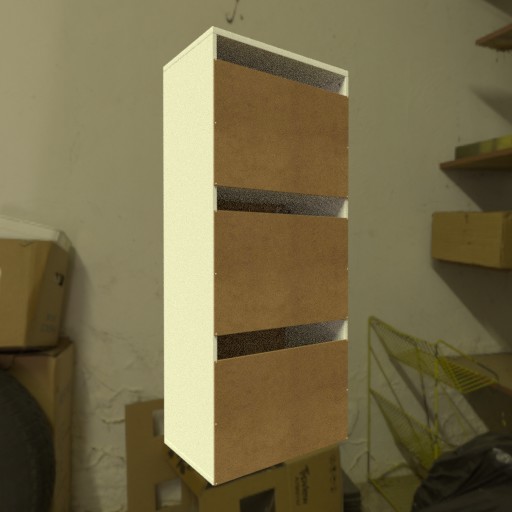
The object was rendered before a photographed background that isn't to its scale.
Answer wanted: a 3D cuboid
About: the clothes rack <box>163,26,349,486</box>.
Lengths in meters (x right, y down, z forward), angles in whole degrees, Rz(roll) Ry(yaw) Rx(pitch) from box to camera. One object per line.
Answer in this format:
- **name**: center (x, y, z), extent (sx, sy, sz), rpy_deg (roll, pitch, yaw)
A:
- **clothes rack**: center (0.000, 0.000, 1.420), extent (0.500, 1.187, 0.331), rpy_deg (-1, 1, -35)
